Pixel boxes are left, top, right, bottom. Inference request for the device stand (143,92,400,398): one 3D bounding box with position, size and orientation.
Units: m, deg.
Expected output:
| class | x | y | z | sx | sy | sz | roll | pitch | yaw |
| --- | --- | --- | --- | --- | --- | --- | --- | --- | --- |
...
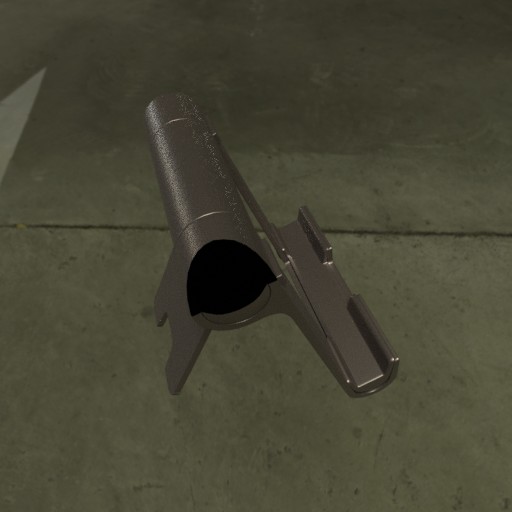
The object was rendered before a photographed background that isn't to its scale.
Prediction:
| class | x | y | z | sx | sy | sz | roll | pitch | yaw |
| --- | --- | --- | --- | --- | --- | --- | --- | --- | --- |
| device stand | 0.000 | 0.000 | 0.155 | 0.079 | 0.084 | 0.088 | -12 | 47 | -12 |
